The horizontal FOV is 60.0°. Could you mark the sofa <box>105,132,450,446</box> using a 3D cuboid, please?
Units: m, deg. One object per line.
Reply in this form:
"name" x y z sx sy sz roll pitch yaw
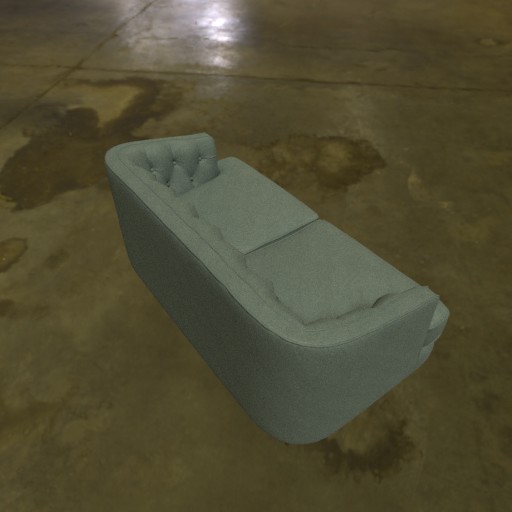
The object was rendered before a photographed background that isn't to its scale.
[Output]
"sofa" 0.000 0.000 2.291 0.941 0.855 1.733 -27 48 -26
